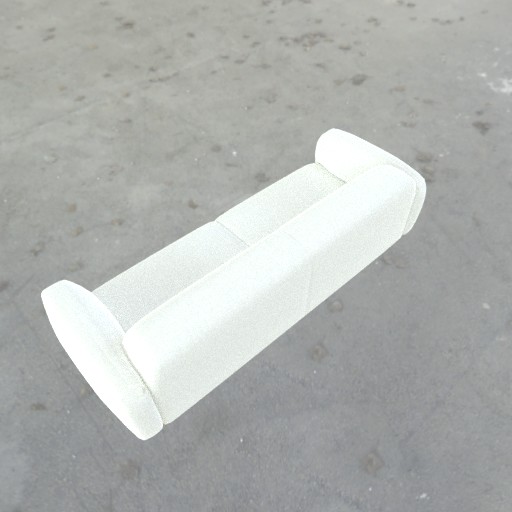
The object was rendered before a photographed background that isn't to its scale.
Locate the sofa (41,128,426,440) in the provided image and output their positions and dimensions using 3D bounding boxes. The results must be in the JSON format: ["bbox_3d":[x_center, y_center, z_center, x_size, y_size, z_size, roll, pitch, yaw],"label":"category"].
[{"bbox_3d":[0.000,0.000,2.657,2.280,0.780,0.870,-34,57,-26],"label":"sofa"}]
